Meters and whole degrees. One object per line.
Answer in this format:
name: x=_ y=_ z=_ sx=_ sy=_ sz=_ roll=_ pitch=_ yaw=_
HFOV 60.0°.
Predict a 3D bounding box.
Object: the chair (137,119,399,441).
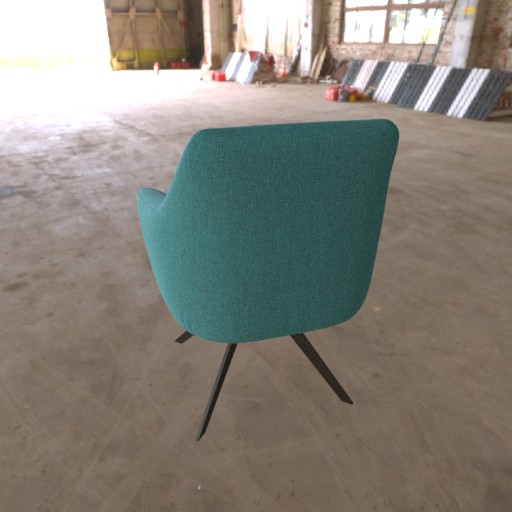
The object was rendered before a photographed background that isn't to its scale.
chair: x=0.000 y=0.000 z=1.319 sx=0.642 sy=0.874 sz=0.677 roll=-8 pitch=28 yaw=-15
